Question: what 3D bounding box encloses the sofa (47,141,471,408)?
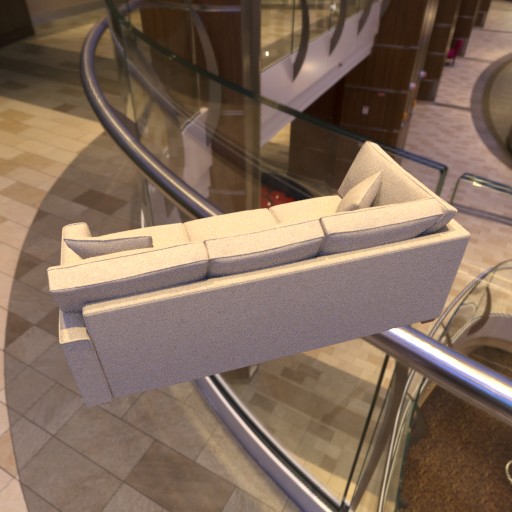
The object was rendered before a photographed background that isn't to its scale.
[{"bbox_3d":[0.000,0.000,2.860,2.317,0.962,1.061,-11,41,-13],"label":"sofa"}]
